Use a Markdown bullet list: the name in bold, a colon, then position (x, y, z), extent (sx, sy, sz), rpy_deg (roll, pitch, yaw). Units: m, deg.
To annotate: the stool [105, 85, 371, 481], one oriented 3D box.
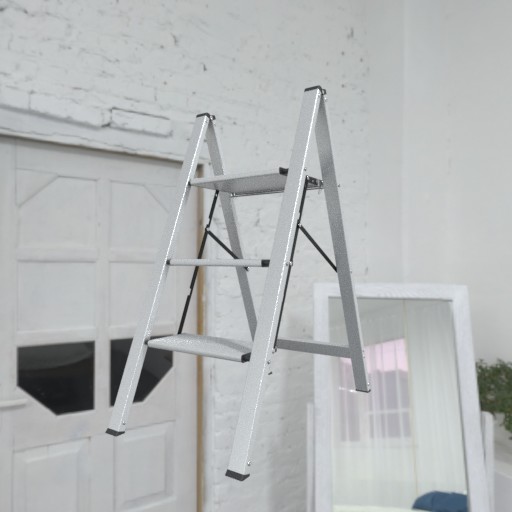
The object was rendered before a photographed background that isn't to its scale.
- **stool**: position (0.000, 0.000, 1.309), extent (0.441, 0.902, 0.730), rpy_deg (0, 0, 35)
